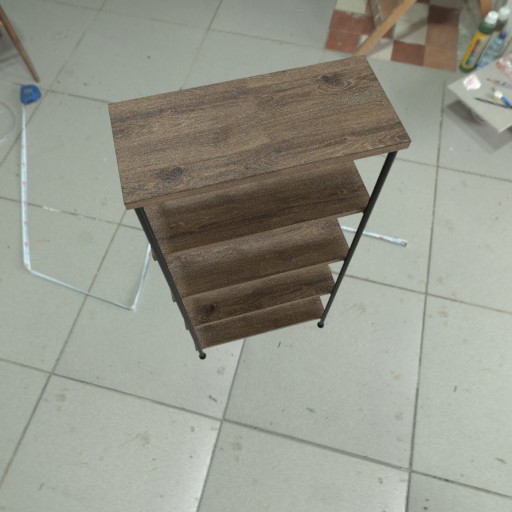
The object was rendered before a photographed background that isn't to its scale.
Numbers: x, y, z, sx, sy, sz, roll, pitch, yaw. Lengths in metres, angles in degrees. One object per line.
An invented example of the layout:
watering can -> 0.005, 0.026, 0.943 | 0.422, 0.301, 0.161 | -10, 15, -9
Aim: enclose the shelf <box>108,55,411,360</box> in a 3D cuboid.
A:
shelf -> 0.000, 0.000, 2.022 | 0.800, 1.700, 0.360 | -14, 64, -7
